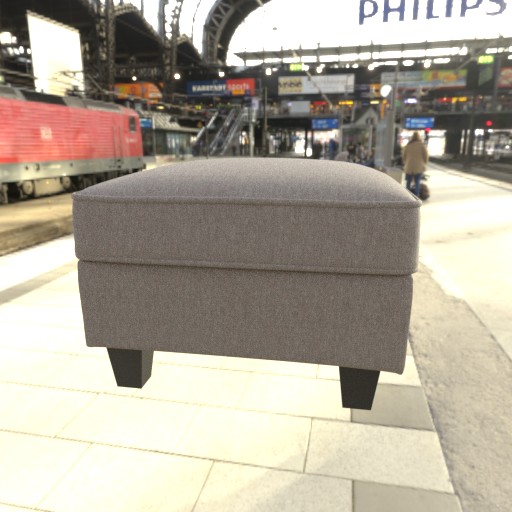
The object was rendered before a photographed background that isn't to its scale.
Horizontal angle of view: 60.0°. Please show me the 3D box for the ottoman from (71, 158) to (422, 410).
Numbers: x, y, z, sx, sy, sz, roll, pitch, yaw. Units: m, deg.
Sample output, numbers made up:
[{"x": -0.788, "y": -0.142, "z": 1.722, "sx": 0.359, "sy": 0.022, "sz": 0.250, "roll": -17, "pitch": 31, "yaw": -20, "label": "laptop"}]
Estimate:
[{"x": 0.000, "y": 0.000, "z": 1.417, "sx": 0.871, "sy": 0.612, "sz": 0.808, "roll": 2, "pitch": 14, "yaw": 9, "label": "ottoman"}]
